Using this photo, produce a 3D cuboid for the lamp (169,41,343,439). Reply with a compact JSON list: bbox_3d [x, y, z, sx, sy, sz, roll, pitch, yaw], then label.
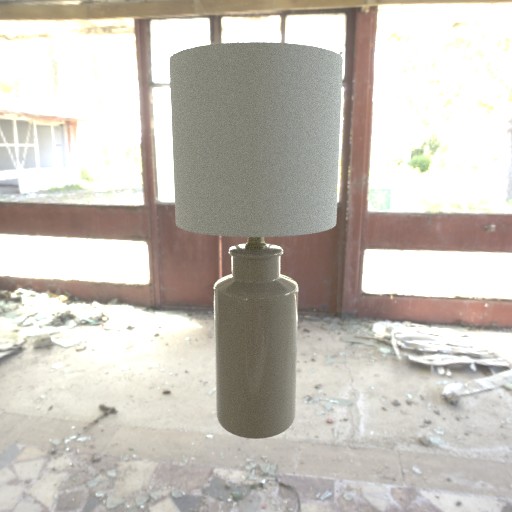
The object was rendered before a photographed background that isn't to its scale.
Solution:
[{"bbox_3d":[0.000,0.000,0.605,0.212,0.493,0.212,-13,18,-43],"label":"lamp"}]
